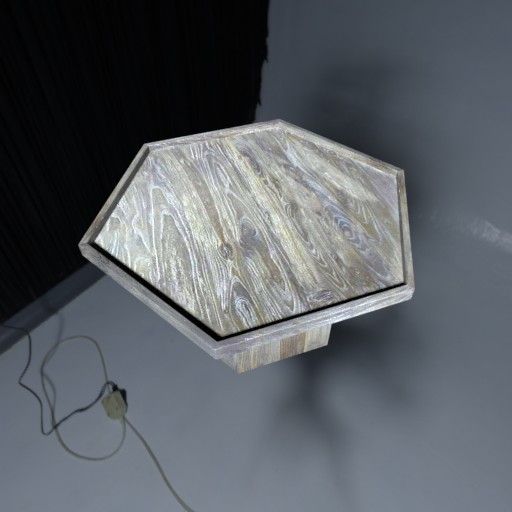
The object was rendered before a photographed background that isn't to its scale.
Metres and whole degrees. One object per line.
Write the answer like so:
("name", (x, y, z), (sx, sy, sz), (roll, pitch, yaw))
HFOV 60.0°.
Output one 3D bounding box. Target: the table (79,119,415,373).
("table", (0.000, 0.000, 1.614), (1.115, 0.488, 0.966), (31, 53, 27))
